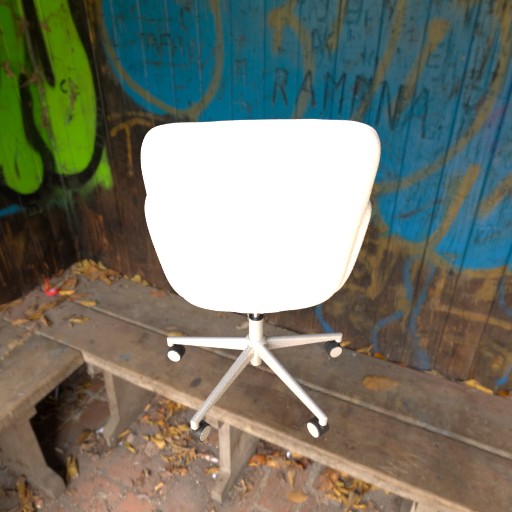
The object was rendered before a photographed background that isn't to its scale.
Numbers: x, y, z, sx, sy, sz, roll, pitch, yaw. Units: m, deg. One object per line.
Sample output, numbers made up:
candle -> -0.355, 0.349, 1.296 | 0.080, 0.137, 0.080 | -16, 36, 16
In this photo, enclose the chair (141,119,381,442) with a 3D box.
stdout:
chair -> 0.000, 0.000, 1.350 | 0.648, 0.959, 0.633 | -1, 31, -2
